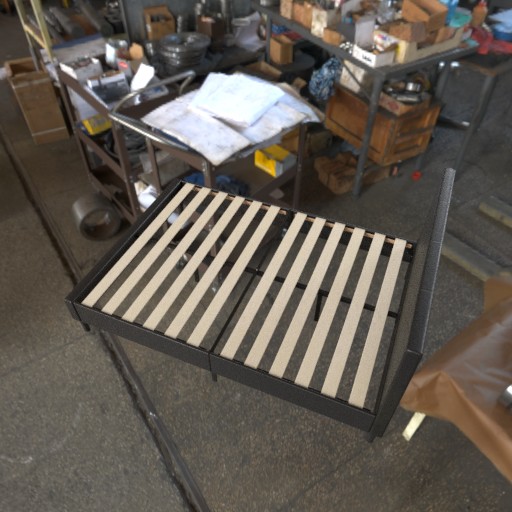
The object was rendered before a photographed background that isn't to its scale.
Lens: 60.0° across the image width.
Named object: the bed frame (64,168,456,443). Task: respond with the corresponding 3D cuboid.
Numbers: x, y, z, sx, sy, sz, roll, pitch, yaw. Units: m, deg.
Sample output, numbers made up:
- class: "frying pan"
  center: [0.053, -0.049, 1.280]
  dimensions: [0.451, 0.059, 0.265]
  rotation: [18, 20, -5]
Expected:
- class: "bed frame"
  center: [0.000, 0.000, 3.009]
  dimensions: [2.152, 1.046, 1.469]
  rotation: [17, 48, 16]
